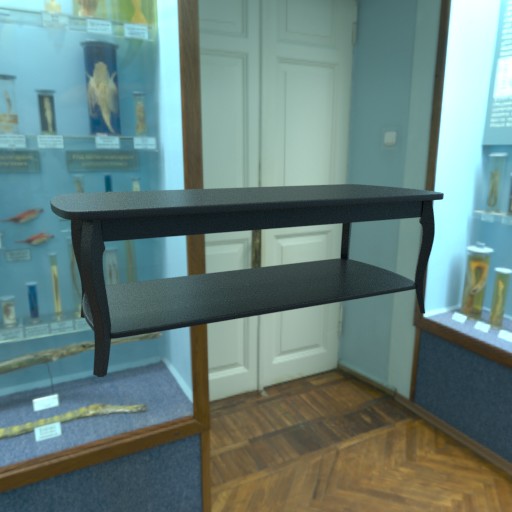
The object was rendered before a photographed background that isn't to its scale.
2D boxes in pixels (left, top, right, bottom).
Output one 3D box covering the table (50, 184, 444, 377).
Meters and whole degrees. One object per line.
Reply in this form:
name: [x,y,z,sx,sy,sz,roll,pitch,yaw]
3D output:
table: [0.000,0.000,1.627,1.333,0.457,0.571,-6,14,-24]
